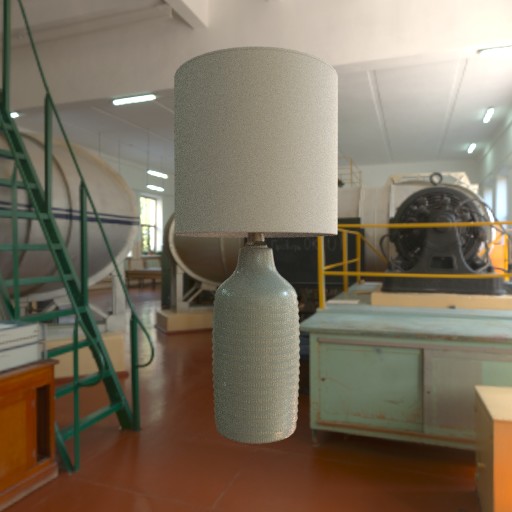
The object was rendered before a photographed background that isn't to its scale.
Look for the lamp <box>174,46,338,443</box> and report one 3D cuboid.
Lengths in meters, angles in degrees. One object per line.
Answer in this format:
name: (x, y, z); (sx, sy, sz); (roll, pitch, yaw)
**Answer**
lamp: (0.000, 0.000, 0.611); (0.220, 0.475, 0.220); (-1, 1, -36)
